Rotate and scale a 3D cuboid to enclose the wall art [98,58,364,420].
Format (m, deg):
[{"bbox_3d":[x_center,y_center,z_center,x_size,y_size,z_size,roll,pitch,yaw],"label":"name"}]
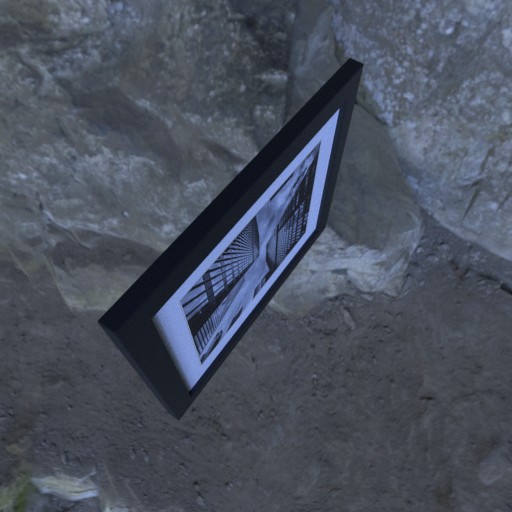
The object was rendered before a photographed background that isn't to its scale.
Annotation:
[{"bbox_3d":[0.000,0.000,0.785,0.031,0.457,0.558,31,64,17],"label":"wall art"}]
